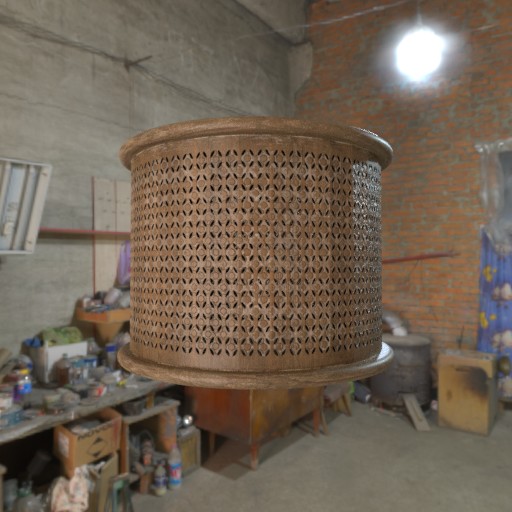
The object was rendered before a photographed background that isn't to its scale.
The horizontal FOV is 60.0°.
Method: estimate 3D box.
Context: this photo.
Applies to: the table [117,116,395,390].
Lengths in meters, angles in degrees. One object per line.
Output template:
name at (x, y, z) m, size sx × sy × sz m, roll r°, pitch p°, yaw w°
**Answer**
table at (0.000, 0.000, 1.022) m, size 0.607 × 0.450 × 0.607 m, roll 0°, pitch -1°, yaw 0°
